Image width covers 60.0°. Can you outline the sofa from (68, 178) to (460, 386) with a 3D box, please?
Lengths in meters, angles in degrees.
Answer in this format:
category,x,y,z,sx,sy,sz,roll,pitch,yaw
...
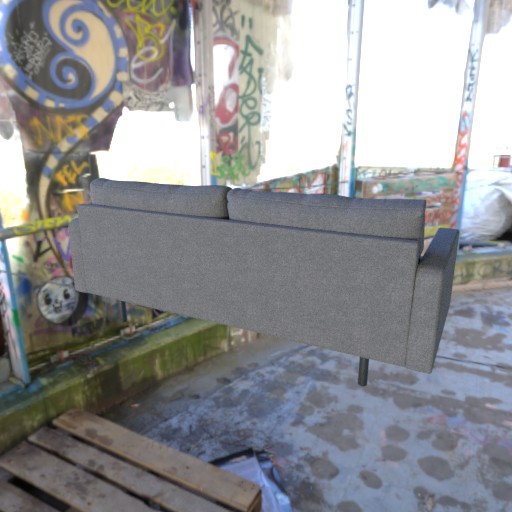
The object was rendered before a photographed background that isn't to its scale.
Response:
category,x,y,z,sx,sy,sz,roll,pitch,yaw
sofa,0.000,0.000,2.602,2.100,0.880,0.880,8,18,26
